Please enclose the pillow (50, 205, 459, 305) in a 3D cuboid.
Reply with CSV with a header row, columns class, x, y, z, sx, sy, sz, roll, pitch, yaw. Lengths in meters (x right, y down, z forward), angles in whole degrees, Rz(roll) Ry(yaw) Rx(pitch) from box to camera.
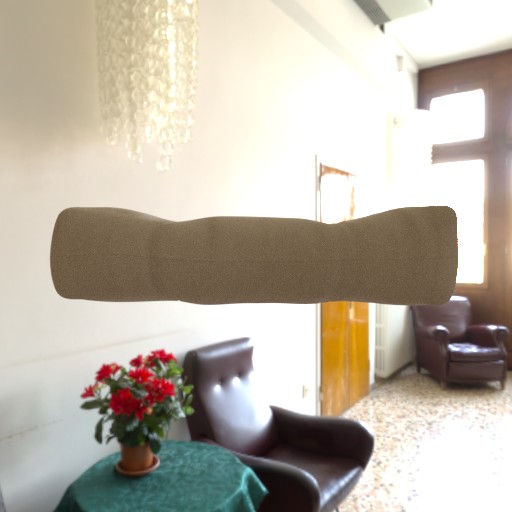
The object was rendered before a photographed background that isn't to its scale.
class,x,y,z,sx,sy,sz,roll,pitch,yaw
pillow,0.000,0.000,0.731,0.490,0.128,0.468,0,0,-1
